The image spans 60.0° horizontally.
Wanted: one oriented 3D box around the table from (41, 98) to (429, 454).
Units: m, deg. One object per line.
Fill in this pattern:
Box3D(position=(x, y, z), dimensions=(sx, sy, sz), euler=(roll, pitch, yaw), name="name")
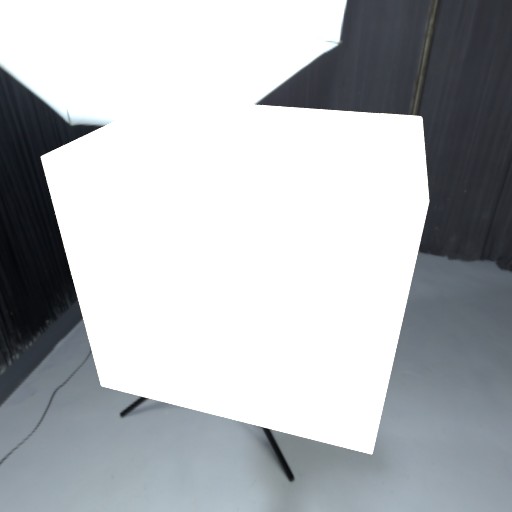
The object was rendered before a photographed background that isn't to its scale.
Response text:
Box3D(position=(0.000, 0.000, 0.920), dimensions=(0.570, 0.510, 0.420), euler=(9, 33, 14), name="table")
